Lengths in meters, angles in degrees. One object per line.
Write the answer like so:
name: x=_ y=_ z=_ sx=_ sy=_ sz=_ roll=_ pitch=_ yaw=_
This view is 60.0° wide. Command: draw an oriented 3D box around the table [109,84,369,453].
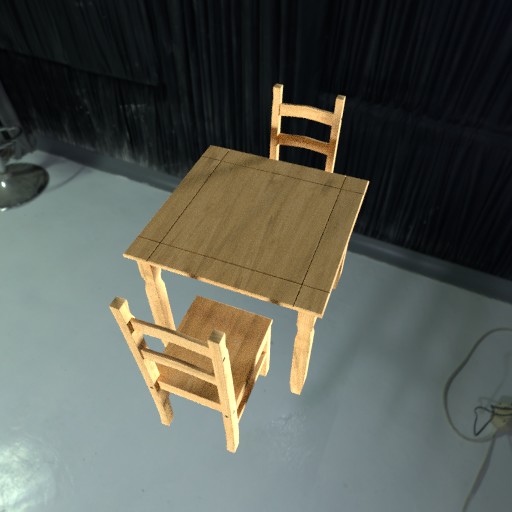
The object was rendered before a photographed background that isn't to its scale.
table: x=0.000 y=0.000 z=2.100 sx=0.813 sy=0.942 sz=1.501 roll=16 pitch=50 yaw=14
